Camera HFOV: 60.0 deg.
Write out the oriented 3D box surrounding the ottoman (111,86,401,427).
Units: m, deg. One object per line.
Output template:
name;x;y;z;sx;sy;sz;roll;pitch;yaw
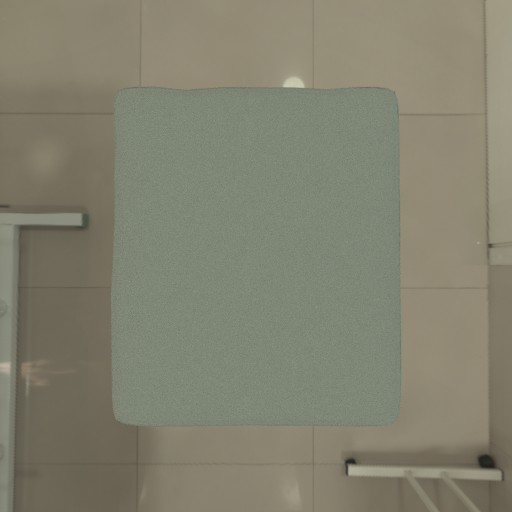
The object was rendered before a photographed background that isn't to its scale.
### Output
ottoman;0.000;0.000;1.470;0.842;0.494;0.991;0;89;0
